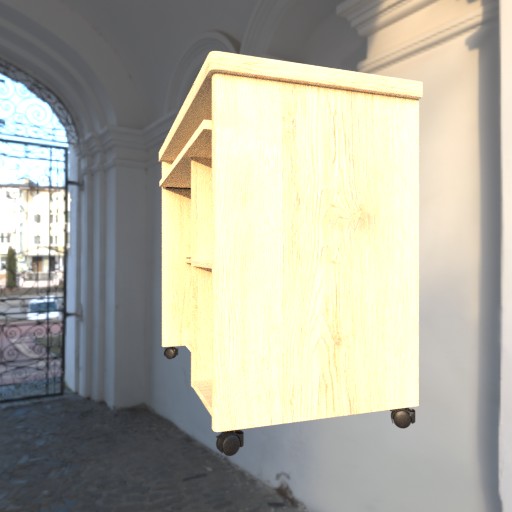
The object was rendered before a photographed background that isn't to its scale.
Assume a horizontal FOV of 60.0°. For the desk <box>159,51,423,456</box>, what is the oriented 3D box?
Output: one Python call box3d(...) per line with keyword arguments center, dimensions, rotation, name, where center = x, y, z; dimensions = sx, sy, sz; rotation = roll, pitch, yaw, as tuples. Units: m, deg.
box3d(center=(0.000, 0.000, 1.322), dimensions=(0.480, 0.770, 0.885), rotation=(0, 0, -19), name="desk")
